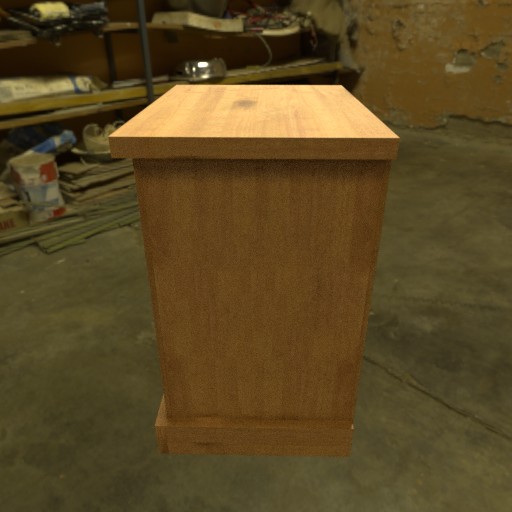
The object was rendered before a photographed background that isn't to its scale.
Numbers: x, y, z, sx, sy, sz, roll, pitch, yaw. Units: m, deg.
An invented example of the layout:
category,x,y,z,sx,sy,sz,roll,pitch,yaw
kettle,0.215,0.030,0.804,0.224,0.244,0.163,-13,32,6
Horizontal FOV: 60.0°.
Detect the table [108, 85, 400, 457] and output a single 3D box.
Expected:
category,x,y,z,sx,sy,sz,roll,pitch,yaw
table,0.000,0.000,1.235,0.500,0.813,0.660,1,28,1
